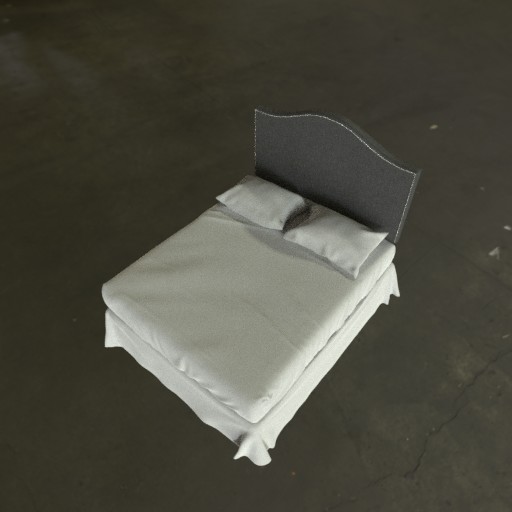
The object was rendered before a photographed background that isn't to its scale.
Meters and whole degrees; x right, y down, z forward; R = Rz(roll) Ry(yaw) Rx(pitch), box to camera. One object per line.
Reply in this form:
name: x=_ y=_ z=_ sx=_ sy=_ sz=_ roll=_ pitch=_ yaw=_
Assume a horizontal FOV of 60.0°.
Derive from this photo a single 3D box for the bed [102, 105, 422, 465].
bed: x=0.000 y=0.000 z=3.578 sx=1.876 sy=1.645 sz=2.221 roll=31 pitch=53 yaw=26
